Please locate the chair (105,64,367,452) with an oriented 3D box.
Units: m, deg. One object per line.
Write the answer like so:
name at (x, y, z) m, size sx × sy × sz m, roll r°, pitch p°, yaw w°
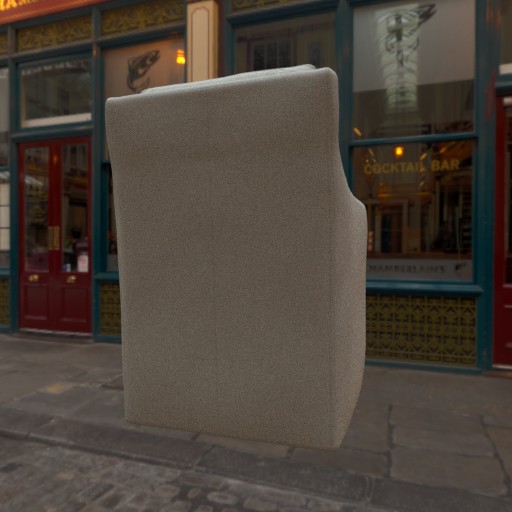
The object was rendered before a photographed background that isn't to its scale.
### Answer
chair at (0.000, 0.000, 1.352) m, size 0.626 × 0.914 × 0.694 m, roll 0°, pitch 0°, yaw 19°
